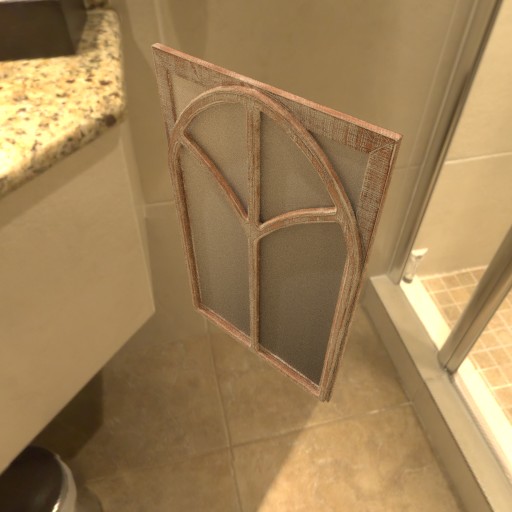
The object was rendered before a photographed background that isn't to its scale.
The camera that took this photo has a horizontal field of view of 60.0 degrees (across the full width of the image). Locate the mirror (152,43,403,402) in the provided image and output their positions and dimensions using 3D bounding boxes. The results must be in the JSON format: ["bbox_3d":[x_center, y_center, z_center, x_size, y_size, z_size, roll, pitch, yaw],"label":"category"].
[{"bbox_3d":[0.000,0.000,0.985,0.495,0.787,0.058,31,54,26],"label":"mirror"}]
